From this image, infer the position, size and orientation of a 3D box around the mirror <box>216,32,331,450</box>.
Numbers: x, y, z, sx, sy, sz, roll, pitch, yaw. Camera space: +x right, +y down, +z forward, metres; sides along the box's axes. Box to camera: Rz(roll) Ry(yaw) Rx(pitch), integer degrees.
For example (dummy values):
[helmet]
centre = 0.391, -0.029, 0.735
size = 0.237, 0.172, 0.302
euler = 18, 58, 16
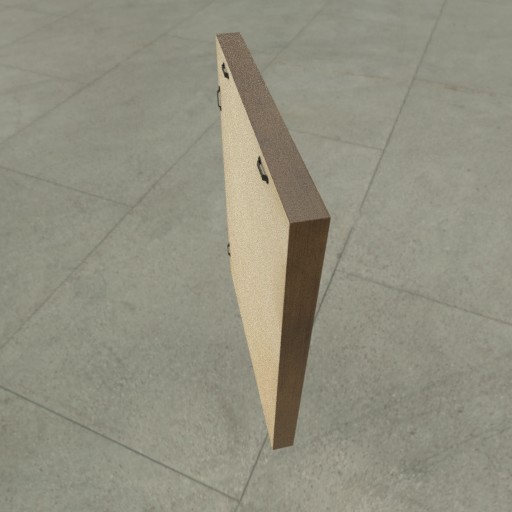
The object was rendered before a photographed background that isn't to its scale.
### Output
[mirror]
centre = 0.000, 0.000, 0.684
size = 0.041, 0.509, 0.406
euler = -9, 48, -8
